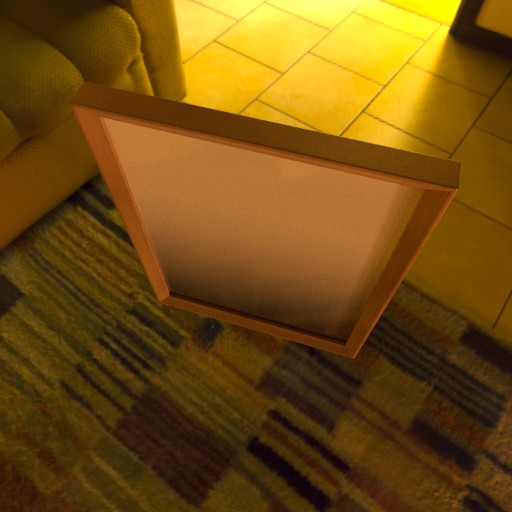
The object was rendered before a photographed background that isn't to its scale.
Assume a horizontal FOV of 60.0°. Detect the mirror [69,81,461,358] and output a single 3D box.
[{"bbox_3d":[0.000,0.000,0.671,0.406,0.509,0.041,15,61,9],"label":"mirror"}]
